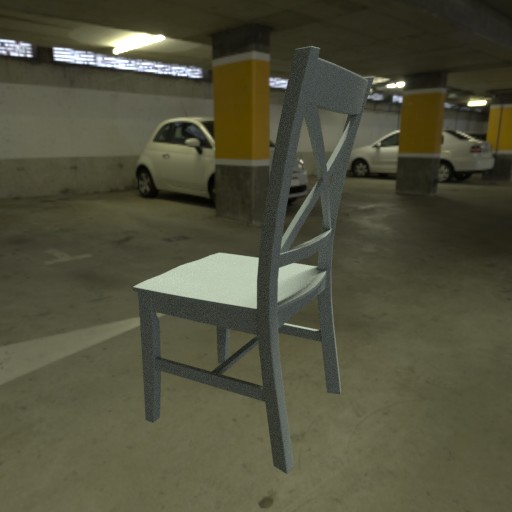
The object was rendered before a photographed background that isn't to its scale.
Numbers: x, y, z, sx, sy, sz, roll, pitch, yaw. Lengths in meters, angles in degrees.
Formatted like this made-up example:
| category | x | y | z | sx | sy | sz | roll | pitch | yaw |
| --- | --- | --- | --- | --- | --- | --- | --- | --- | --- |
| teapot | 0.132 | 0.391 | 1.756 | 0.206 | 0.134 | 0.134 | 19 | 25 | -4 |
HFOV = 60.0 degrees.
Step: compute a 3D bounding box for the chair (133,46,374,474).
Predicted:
| category | x | y | z | sx | sy | sz | roll | pitch | yaw |
| --- | --- | --- | --- | --- | --- | --- | --- | --- | --- |
| chair | 0.000 | 0.000 | 1.274 | 0.542 | 0.983 | 0.485 | 7 | 16 | 27 |
